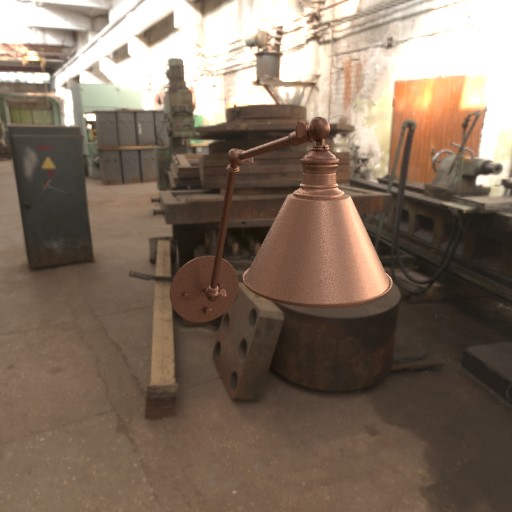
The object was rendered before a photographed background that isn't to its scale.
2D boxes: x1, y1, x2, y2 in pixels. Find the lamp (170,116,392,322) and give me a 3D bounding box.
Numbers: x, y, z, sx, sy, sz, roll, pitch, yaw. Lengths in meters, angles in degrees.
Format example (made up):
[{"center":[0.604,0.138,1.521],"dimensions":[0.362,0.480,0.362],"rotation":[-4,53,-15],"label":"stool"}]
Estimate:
[{"center":[0.000,0.000,0.853],"dimensions":[0.223,0.502,0.624],"rotation":[-8,18,-26],"label":"lamp"}]
